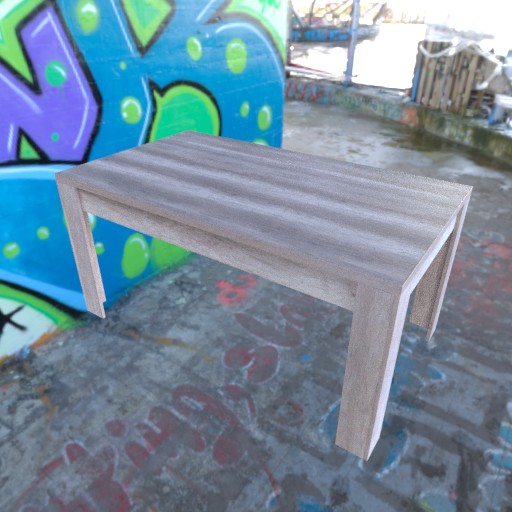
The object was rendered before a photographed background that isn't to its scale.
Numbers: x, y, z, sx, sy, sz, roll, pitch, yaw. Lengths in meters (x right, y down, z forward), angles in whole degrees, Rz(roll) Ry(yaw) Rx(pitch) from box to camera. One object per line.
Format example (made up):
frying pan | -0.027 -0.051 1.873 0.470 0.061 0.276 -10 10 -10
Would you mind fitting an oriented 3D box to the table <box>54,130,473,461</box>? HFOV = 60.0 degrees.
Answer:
table | 0.000 0.000 2.135 1.600 0.775 0.900 19 36 29
